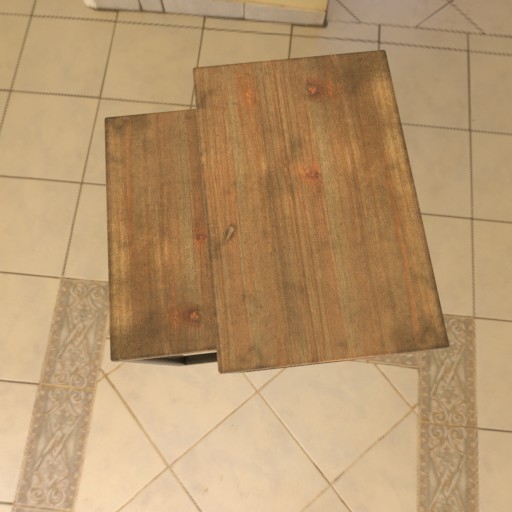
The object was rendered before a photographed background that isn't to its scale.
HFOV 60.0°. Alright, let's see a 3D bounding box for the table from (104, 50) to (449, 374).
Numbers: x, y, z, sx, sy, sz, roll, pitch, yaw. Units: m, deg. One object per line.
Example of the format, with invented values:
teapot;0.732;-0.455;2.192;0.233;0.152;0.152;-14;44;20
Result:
table;0.000;0.000;0.904;0.460;0.615;0.456;-4;75;-1
